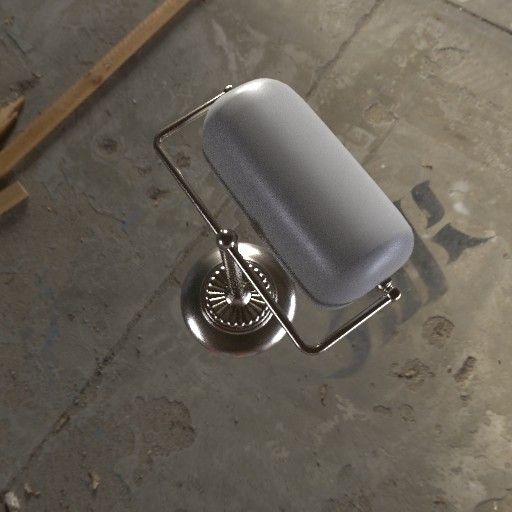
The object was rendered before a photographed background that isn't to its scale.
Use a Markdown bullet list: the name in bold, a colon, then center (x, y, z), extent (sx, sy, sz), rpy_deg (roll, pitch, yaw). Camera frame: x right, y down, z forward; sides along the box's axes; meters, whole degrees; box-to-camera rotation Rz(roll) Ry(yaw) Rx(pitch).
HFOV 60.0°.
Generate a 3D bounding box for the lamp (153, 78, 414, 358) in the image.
- **lamp**: center (0.000, 0.000, 0.521), extent (0.243, 0.339, 0.264), rpy_deg (-34, 77, -9)
